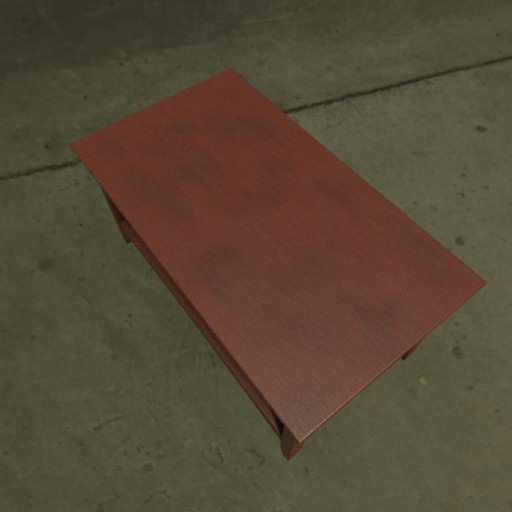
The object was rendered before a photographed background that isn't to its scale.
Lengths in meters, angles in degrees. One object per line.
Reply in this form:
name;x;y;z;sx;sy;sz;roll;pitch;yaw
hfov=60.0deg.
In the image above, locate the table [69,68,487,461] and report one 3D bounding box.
table;0.000;0.000;1.258;0.533;0.456;0.943;-33;63;-19
